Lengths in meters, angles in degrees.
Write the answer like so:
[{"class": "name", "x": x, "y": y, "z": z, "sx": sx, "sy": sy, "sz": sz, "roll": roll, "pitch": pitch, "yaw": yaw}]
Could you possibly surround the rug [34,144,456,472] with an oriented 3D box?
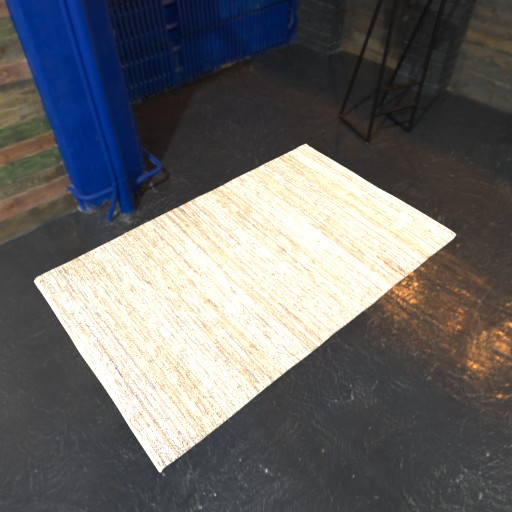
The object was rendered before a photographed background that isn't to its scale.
[{"class": "rug", "x": 0.000, "y": 0.000, "z": 2.967, "sx": 2.446, "sy": 0.009, "sz": 1.529, "roll": -32, "pitch": 54, "yaw": -27}]
